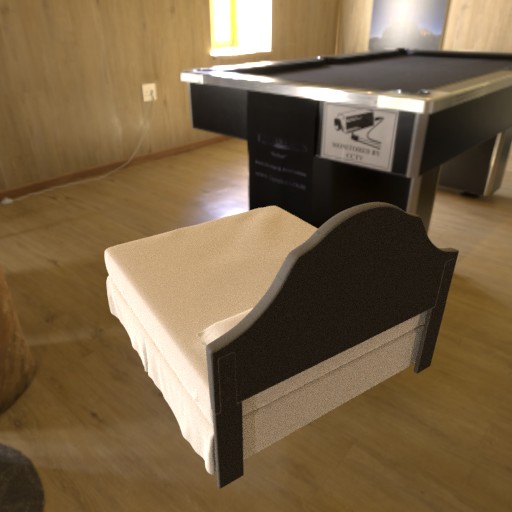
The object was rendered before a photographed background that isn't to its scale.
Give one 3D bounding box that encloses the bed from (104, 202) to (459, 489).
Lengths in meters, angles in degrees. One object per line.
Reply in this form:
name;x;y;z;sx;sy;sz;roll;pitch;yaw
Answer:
bed;0.000;0.000;3.566;2.008;1.615;2.214;-17;33;-28
